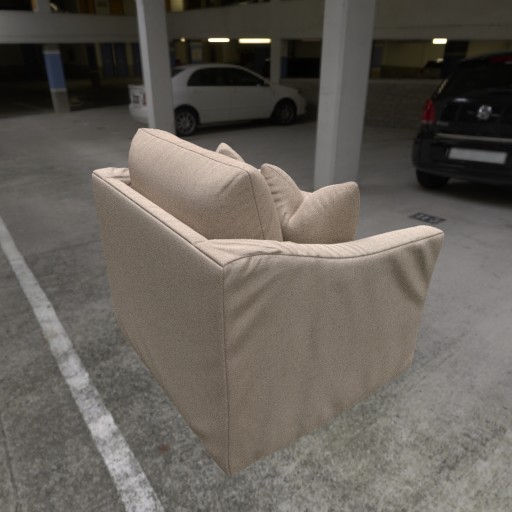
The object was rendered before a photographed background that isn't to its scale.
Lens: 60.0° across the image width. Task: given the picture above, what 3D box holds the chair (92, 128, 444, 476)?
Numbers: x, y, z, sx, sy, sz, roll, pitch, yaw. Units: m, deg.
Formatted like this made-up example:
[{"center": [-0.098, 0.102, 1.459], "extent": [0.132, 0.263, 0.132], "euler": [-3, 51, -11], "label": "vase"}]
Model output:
[{"center": [0.000, 0.000, 2.031], "extent": [1.071, 1.093, 1.194], "euler": [-17, 31, -31], "label": "chair"}]
